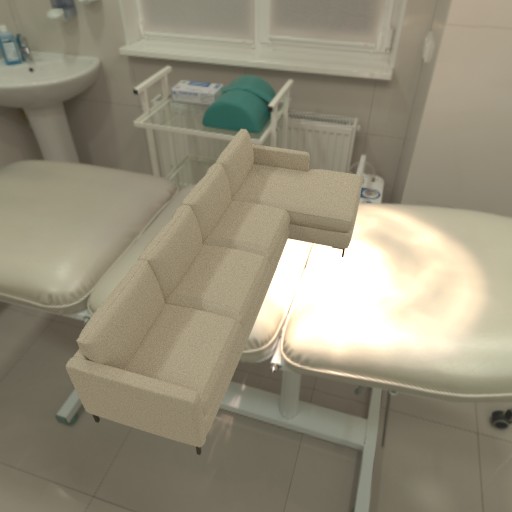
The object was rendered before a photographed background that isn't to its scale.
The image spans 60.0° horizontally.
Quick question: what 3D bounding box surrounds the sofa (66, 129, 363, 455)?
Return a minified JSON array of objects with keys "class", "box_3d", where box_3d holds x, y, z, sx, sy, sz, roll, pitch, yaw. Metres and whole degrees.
[{"class":"sofa","box_3d":[0.000,0.000,3.237,1.258,0.755,2.731,11,42,13]}]
